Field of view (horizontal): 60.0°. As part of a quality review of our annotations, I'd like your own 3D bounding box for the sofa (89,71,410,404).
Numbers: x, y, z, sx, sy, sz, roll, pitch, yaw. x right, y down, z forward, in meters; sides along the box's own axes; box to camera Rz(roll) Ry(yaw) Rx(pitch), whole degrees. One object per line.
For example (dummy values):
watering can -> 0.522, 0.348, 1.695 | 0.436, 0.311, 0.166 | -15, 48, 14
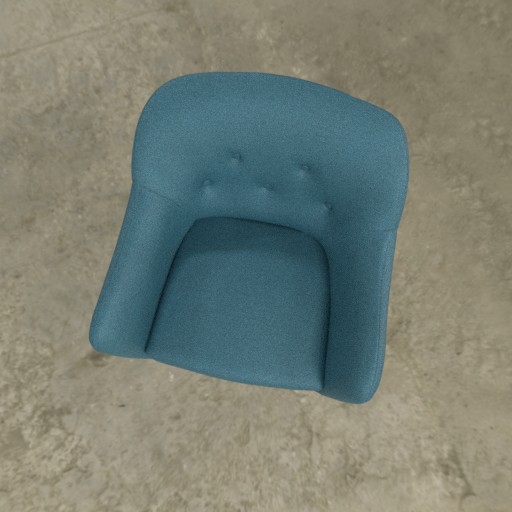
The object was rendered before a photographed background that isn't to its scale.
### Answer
sofa -> 0.000, 0.000, 1.487 | 0.836, 0.817, 0.825 | 11, 76, 3
